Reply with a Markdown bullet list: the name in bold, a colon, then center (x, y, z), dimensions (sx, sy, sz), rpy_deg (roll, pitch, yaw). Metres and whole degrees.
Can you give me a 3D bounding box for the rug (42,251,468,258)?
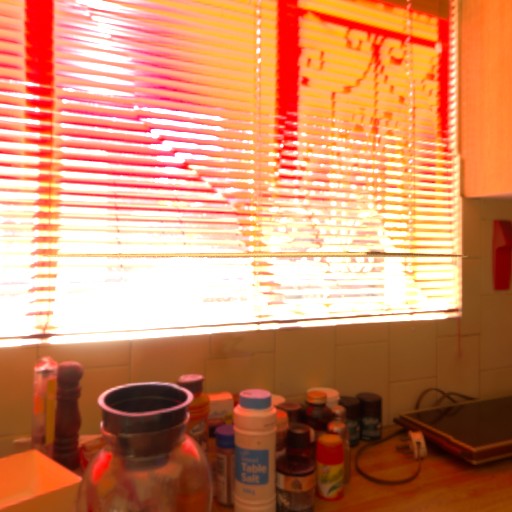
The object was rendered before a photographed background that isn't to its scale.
- **rug**: center (0.000, 0.000, 3.790), dimensions (2.910, 0.021, 2.211), rpy_deg (0, 0, 37)
